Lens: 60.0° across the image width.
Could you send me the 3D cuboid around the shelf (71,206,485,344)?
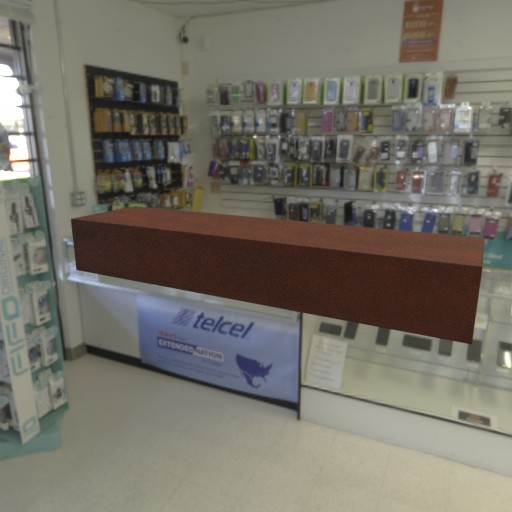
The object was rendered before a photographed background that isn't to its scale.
[{"bbox_3d":[0.000,0.000,0.670,0.607,0.088,0.152,8,17,26],"label":"shelf"}]
